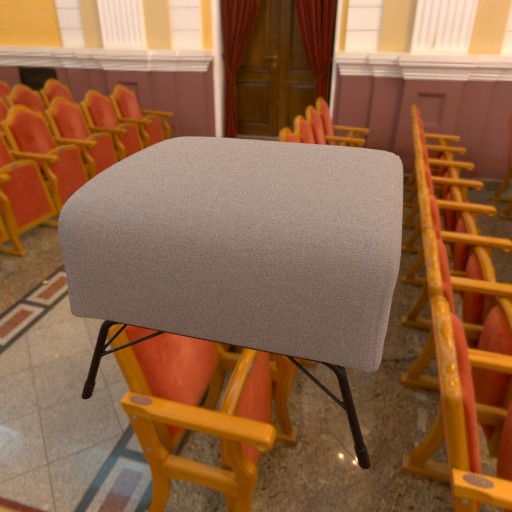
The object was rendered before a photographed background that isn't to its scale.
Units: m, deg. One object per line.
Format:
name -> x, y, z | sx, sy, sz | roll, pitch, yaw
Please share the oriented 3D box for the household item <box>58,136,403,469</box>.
household item -> 0.000, 0.000, 0.887 | 0.530, 0.410, 0.530 | 8, 29, 14
